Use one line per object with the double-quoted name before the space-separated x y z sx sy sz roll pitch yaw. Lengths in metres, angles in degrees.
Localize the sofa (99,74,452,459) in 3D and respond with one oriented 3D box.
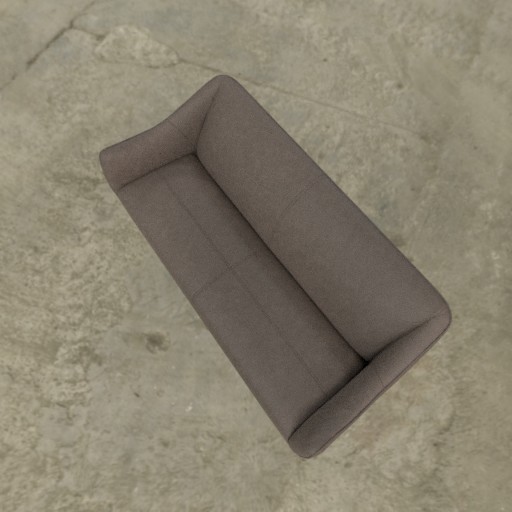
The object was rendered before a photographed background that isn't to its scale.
"sofa" 0.000 0.000 2.424 0.869 0.831 1.928 -33 69 -15
